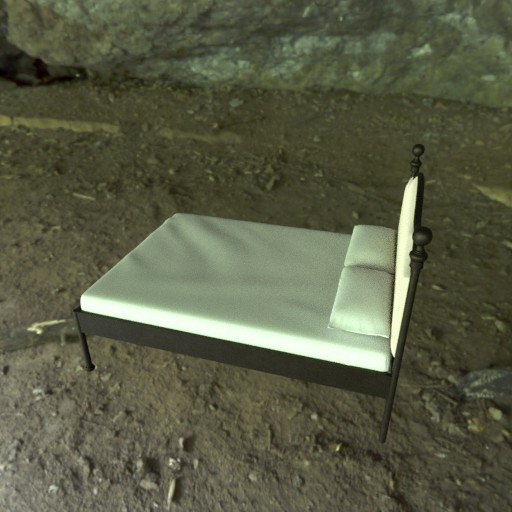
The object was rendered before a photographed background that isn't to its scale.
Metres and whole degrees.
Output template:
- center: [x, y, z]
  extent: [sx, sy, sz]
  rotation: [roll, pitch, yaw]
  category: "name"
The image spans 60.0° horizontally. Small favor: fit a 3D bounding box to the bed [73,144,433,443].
- center: [0.000, 0.000, 3.366]
  extent: [2.224, 1.499, 1.642]
  rotation: [8, 30, 15]
  category: "bed"
